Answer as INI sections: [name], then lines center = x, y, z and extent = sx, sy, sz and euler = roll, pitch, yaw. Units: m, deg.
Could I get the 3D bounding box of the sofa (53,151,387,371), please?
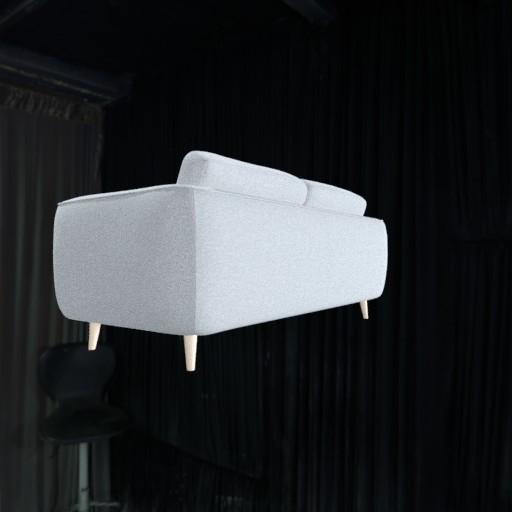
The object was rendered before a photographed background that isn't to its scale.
[sofa]
center = 0.000, 0.000, 2.515
extent = 0.920, 0.850, 2.000
euler = 0, 0, 36
